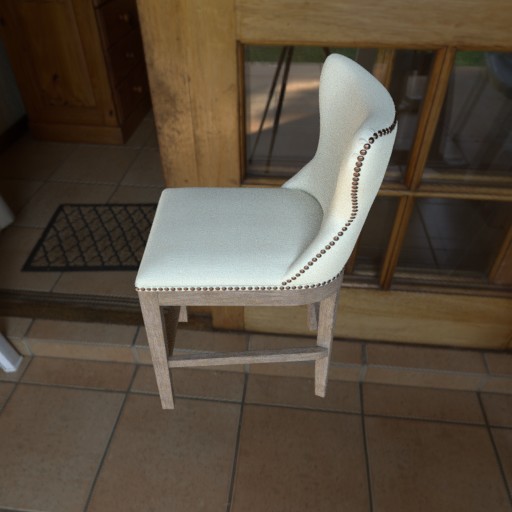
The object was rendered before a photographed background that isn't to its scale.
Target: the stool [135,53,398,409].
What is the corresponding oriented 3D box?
[{"bbox_3d":[0.000,0.000,1.278,0.608,0.981,0.498,0,41,0],"label":"stool"}]
